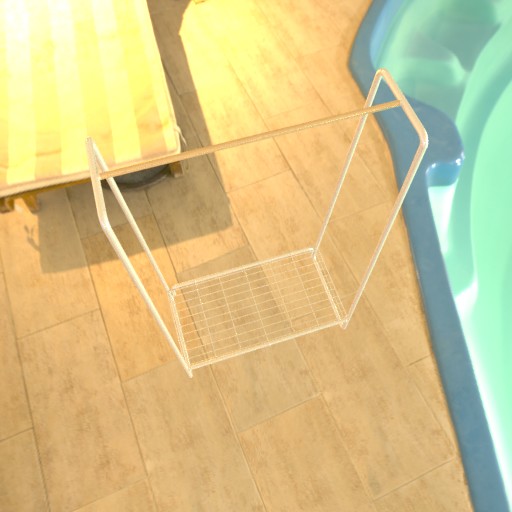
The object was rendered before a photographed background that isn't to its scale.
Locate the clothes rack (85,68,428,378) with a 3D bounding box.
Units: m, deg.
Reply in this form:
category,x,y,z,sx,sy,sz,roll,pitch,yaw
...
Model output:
category,x,y,z,sx,sy,sz,roll,pitch,yaw
clothes rack,0.000,0.000,1.875,0.900,1.500,0.495,-16,65,-8
